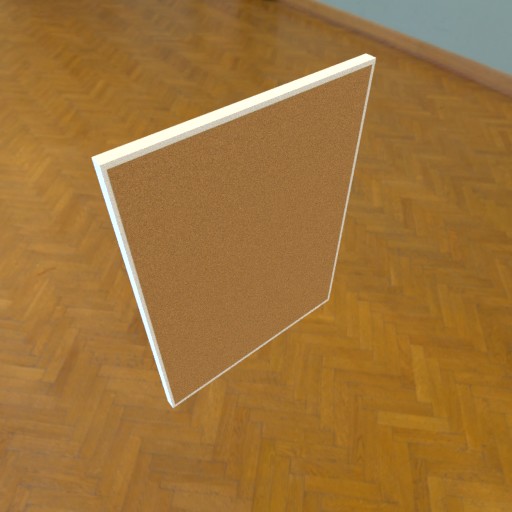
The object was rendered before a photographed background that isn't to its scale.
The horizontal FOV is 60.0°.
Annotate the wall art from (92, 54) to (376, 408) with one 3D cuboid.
[{"bbox_3d":[0.000,0.000,1.406,0.795,1.050,0.039,-30,53,-26],"label":"wall art"}]
